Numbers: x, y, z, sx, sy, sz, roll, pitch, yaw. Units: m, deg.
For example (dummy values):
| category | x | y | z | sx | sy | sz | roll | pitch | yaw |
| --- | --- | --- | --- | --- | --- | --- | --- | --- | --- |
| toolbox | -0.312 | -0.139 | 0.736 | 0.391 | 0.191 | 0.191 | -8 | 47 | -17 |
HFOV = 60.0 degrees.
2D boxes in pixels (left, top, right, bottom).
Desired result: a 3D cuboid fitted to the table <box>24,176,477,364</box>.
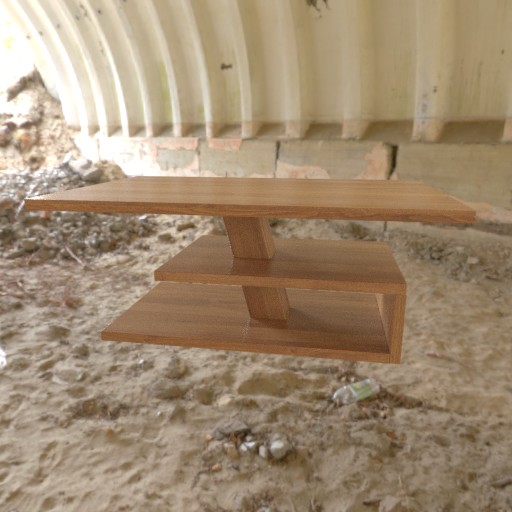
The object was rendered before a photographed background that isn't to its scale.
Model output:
| category | x | y | z | sx | sy | sz | roll | pitch | yaw |
| --- | --- | --- | --- | --- | --- | --- | --- | --- | --- |
| table | 0.000 | 0.000 | 1.448 | 1.100 | 0.442 | 0.700 | 3 | 15 | 9 |
